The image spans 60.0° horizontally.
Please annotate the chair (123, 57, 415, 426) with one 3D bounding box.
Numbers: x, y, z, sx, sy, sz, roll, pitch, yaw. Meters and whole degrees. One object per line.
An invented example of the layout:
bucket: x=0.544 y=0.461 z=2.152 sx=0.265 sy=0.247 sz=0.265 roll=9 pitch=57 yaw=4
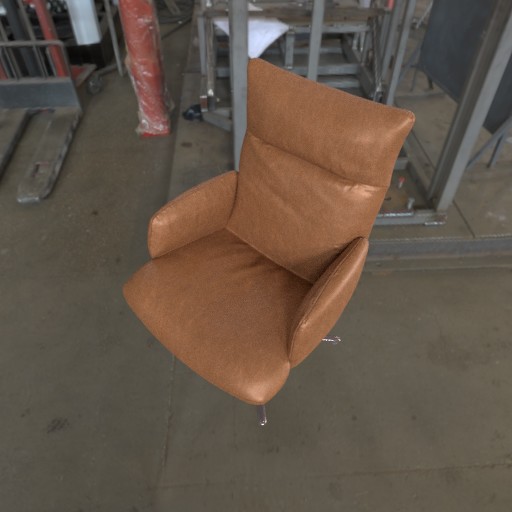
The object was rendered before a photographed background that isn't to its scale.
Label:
chair: x=0.000 y=0.000 z=1.552 sx=0.711 sy=1.027 sz=0.794 roll=32 pitch=53 yaw=28
